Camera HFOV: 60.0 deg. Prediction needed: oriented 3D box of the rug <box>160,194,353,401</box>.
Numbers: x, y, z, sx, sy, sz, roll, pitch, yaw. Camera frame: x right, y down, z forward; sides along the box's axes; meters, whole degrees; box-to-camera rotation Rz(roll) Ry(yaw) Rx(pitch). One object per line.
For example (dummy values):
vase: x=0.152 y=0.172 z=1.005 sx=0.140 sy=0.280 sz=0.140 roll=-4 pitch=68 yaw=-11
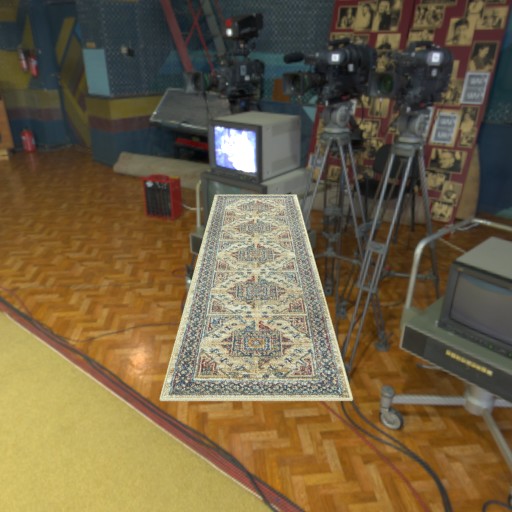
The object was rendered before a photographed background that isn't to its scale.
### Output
rug: x=0.000 y=0.000 z=2.549 sx=0.661 sy=0.013 sz=2.297 roll=0 pitch=25 yaw=0
